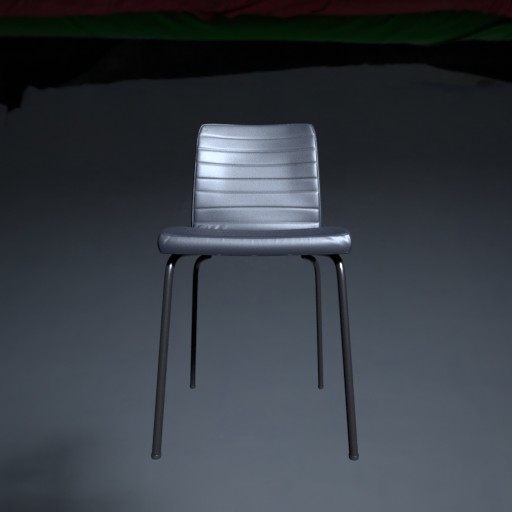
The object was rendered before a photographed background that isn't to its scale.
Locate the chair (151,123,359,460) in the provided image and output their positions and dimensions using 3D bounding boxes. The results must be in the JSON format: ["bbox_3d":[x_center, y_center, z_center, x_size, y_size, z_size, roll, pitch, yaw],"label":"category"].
[{"bbox_3d":[0.000,0.000,1.230,0.450,0.872,0.572,0,1,1],"label":"chair"}]
